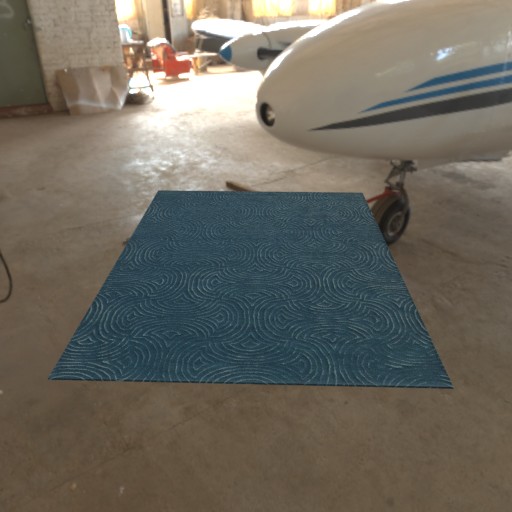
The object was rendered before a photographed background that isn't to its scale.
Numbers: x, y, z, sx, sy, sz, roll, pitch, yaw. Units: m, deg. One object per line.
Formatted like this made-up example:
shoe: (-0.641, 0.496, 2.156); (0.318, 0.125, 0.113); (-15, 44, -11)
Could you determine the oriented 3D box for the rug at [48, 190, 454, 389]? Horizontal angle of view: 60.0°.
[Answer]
rug: (0.000, 0.000, 3.957); (2.432, 0.012, 3.033); (1, 30, 1)
